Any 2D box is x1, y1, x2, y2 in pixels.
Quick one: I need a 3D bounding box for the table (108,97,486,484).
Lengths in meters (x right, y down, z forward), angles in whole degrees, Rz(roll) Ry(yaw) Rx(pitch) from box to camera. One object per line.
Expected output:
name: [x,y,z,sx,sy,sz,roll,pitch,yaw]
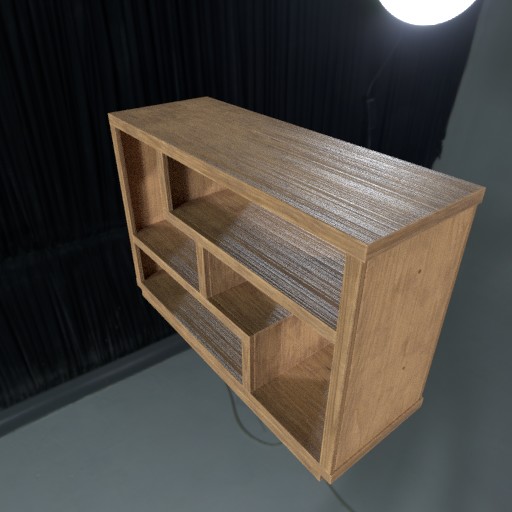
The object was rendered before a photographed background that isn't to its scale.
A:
table: [0.000,0.000,1.476,0.410,0.771,1.151,-23,39,-32]
